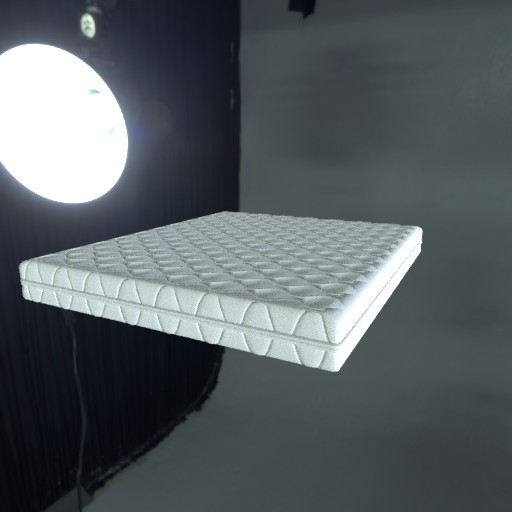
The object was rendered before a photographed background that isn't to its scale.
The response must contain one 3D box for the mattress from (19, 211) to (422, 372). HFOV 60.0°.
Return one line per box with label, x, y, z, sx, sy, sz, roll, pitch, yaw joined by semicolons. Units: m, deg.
mattress;0.000;0.000;2.600;1.600;0.200;1.900;7;16;27
